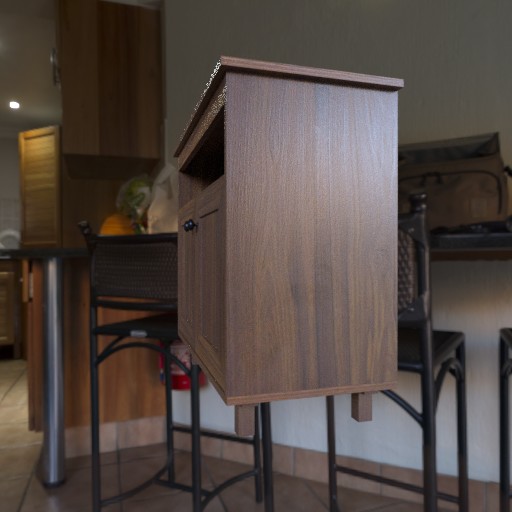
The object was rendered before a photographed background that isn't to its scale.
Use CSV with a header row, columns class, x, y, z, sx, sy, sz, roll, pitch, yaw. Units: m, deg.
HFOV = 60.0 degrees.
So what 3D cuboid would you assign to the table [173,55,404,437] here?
class,x,y,z,sx,sy,sz,roll,pitch,yaw
table,0.000,0.000,1.234,0.390,0.725,0.802,0,0,-17
